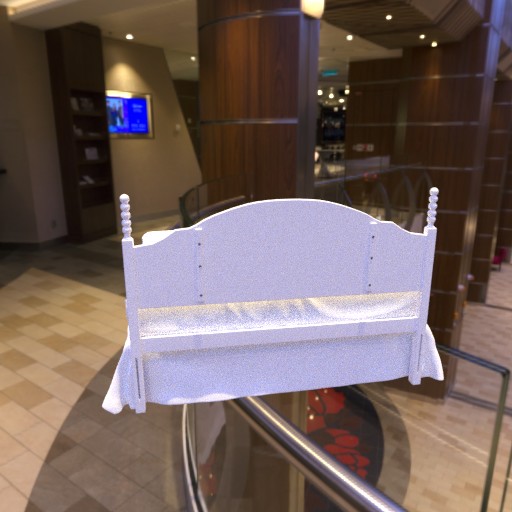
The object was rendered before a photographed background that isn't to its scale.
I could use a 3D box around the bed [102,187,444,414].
[{"bbox_3d":[0.000,0.000,3.780,2.322,1.355,2.219,-3,15,-10],"label":"bed"}]
